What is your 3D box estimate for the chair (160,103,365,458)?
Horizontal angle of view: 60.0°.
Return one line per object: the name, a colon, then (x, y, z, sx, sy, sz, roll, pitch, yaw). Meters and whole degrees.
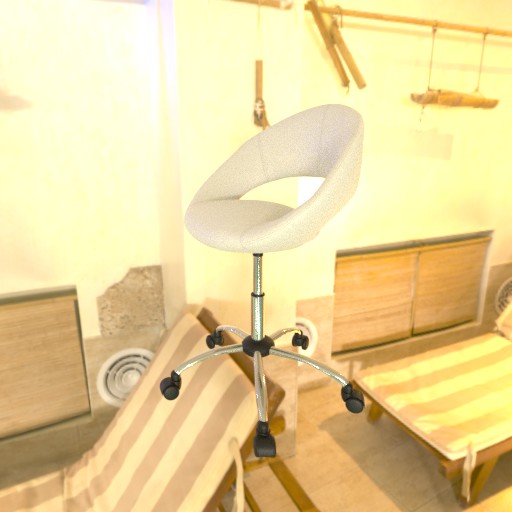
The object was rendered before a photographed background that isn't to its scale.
chair: (0.000, 0.000, 1.201, 0.538, 0.791, 0.612, -8, 18, -25)
